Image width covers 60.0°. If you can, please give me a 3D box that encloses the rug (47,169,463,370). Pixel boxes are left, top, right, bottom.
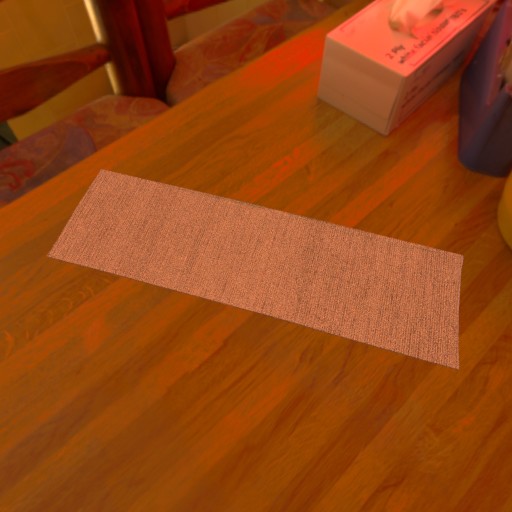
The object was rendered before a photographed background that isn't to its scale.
[{"bbox_3d":[0.000,0.000,2.552,2.320,0.032,0.692,14,60,8],"label":"rug"}]
